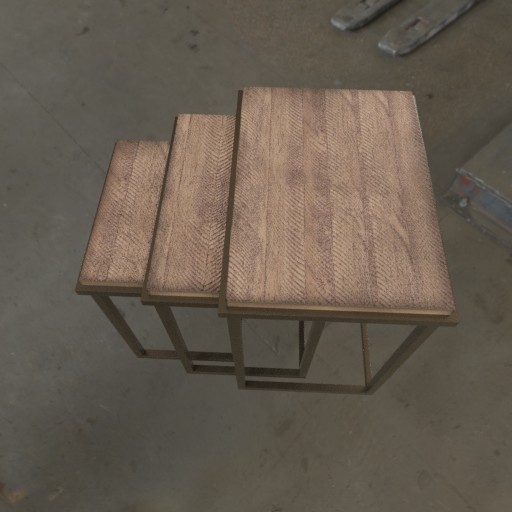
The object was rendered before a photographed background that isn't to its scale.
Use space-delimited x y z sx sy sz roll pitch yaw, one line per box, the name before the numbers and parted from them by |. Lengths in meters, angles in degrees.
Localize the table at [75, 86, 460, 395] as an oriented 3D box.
table | 0.000 0.000 1.134 0.706 0.610 0.559 2 60 1
